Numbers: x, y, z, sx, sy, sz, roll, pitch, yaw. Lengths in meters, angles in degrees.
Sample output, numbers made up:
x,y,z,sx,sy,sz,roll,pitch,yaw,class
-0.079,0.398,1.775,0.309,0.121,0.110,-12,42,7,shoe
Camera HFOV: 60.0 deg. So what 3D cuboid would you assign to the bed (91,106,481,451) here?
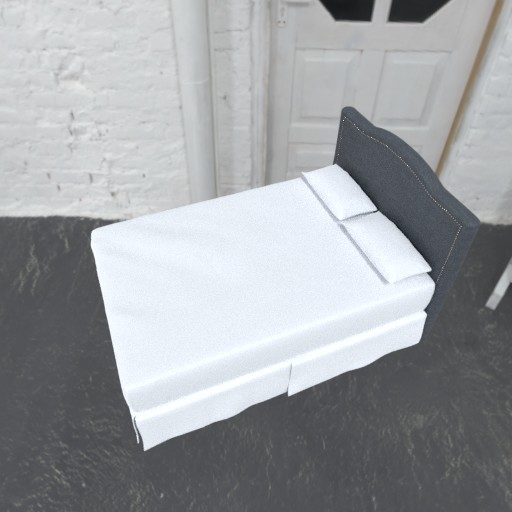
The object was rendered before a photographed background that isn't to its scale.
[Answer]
x,y,z,sx,sy,sz,roll,pitch,yaw,class
0.000,0.000,3.520,2.507,1.441,1.747,-16,48,-15,bed
